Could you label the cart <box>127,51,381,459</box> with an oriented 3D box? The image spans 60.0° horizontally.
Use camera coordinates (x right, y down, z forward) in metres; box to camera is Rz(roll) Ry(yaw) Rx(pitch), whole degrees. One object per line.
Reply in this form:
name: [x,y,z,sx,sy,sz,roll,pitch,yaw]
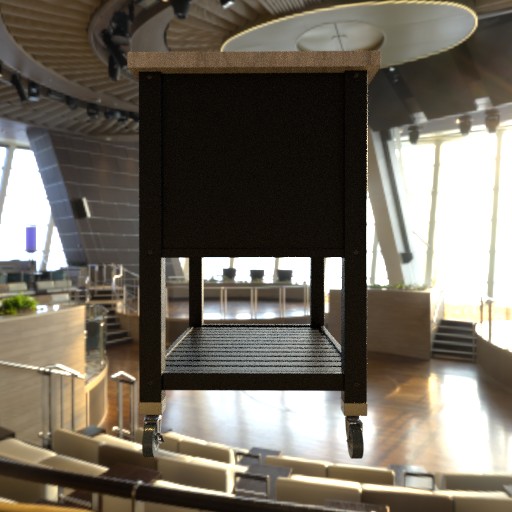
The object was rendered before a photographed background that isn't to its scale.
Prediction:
cart: [0.000,0.000,1.381,0.567,0.920,0.797,0,0,1]
